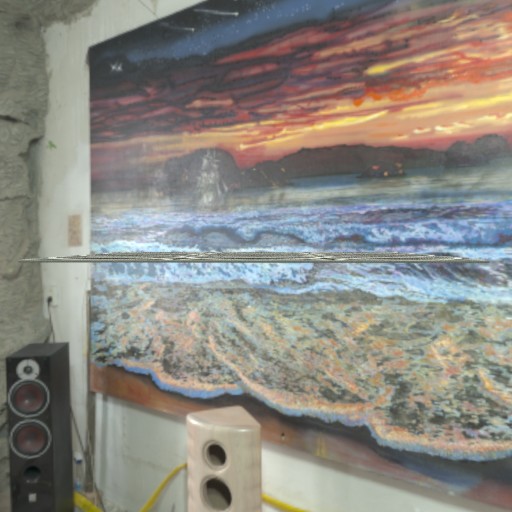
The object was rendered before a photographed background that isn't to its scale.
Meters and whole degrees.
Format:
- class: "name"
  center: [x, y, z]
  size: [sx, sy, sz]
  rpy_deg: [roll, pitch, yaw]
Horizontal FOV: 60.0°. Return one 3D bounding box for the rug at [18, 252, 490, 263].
- class: "rug"
  center: [0.000, 0.000, 2.890]
  size: [2.290, 0.014, 1.526]
  rpy_deg: [0, 2, 1]
